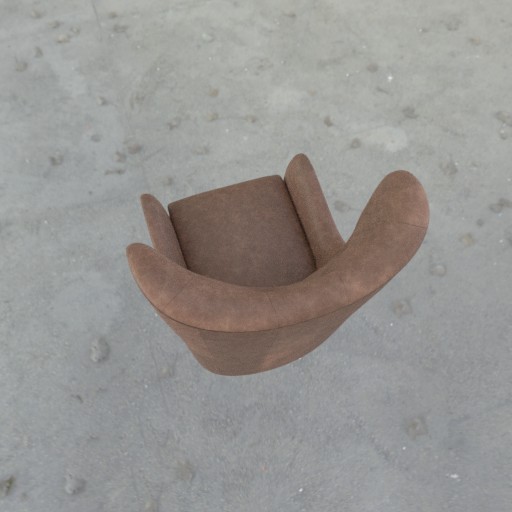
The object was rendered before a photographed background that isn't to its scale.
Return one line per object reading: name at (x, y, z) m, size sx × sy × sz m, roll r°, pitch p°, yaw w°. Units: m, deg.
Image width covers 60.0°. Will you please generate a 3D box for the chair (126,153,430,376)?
chair at (0.000, 0.000, 1.731) m, size 0.831 × 1.079 × 0.930 m, roll -16°, pitch 60°, yaw -10°
